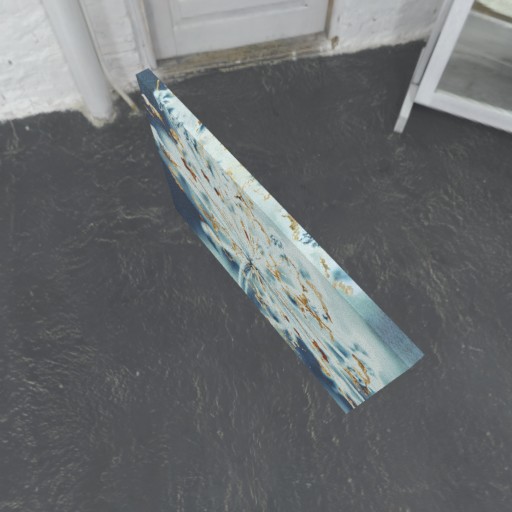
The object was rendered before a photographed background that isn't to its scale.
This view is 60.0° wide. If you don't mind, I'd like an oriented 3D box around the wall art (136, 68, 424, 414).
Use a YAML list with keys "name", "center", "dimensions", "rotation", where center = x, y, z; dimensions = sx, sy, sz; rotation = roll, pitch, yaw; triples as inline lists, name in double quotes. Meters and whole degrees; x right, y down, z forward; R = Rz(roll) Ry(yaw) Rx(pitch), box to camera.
- name: "wall art"
  center: [0.000, 0.000, 1.207]
  dimensions: [0.038, 0.608, 0.912]
  rotation: [-35, 68, -16]
